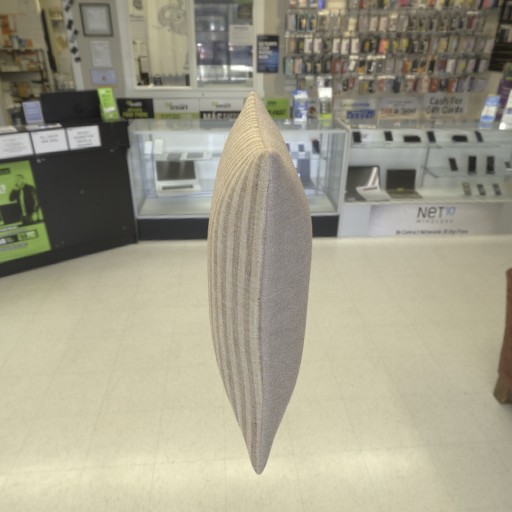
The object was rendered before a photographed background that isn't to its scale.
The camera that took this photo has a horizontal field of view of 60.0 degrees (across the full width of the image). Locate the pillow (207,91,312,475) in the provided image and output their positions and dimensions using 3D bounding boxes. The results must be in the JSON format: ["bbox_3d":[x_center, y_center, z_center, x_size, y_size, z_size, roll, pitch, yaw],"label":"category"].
[{"bbox_3d":[0.000,0.000,0.808,0.166,0.510,0.523,-1,27,-2],"label":"pillow"}]
